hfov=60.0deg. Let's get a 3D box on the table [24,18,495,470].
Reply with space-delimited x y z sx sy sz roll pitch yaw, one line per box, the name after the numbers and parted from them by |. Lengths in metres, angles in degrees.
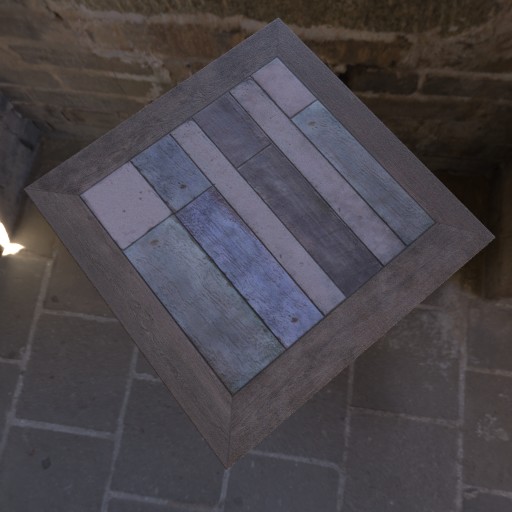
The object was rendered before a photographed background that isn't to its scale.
0.000 0.000 1.099 0.610 0.610 0.610 -38 78 -9 | table
